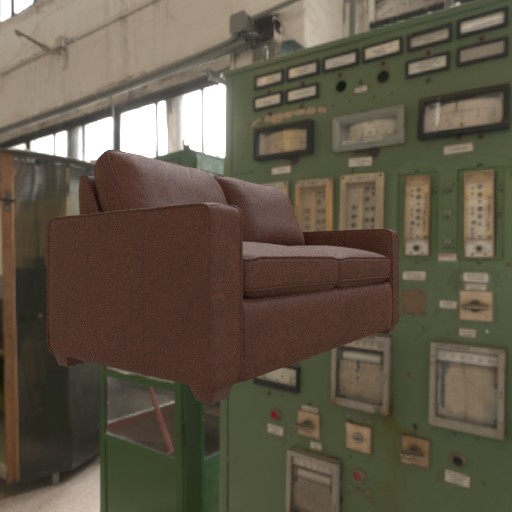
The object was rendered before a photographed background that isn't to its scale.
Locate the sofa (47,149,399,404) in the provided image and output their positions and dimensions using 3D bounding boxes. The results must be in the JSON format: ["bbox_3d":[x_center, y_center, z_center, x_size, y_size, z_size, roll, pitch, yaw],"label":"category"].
[{"bbox_3d":[0.000,0.000,2.248,0.947,0.918,1.709,0,0,36],"label":"sofa"}]
